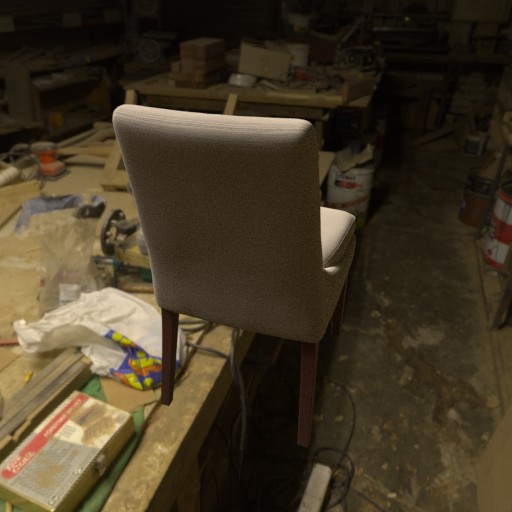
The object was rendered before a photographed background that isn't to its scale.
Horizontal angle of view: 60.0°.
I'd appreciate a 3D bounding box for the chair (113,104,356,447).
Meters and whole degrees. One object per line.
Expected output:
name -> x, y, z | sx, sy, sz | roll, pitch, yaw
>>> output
chair -> 0.000, 0.000, 1.296 | 0.515, 0.940, 0.638 | 10, 32, 16
